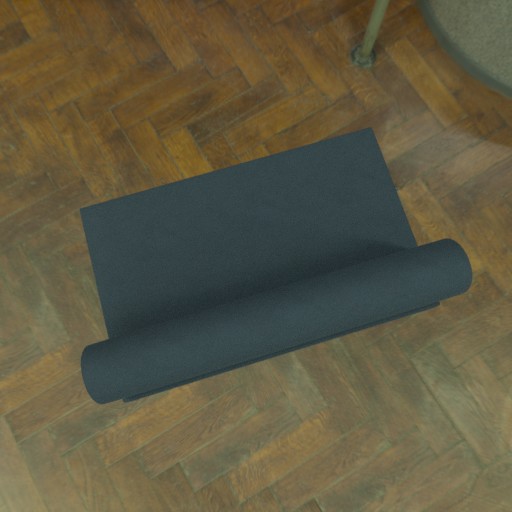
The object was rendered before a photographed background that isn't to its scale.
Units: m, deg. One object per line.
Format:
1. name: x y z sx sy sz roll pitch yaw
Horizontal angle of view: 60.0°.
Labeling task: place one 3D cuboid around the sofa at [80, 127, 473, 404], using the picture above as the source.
1. sofa: 0.000 0.000 1.689 1.219 0.660 0.762 -16 78 -3
